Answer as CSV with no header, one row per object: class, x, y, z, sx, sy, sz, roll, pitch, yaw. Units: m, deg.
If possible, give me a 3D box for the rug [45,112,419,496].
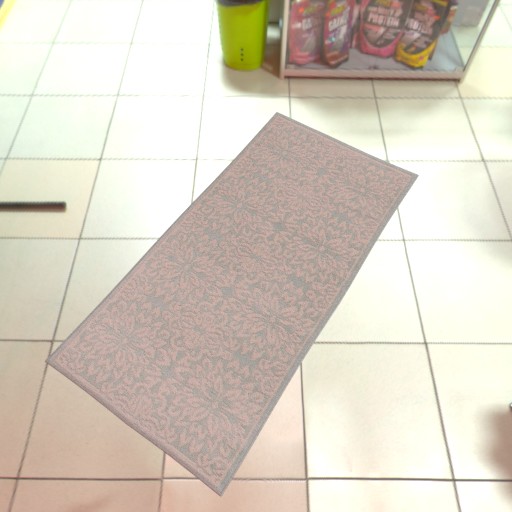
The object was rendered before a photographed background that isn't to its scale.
rug,0.000,0.000,1.410,0.604,0.007,1.219,29,63,17
